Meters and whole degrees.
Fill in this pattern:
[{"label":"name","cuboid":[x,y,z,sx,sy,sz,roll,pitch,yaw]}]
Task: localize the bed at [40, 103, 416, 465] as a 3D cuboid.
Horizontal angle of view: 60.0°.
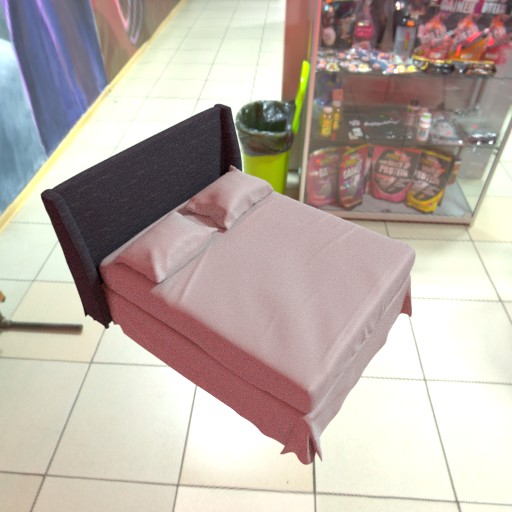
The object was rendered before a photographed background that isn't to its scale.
[{"label":"bed","cuboid":[0.000,0.000,3.493,2.276,1.332,1.925,26,48,26]}]
